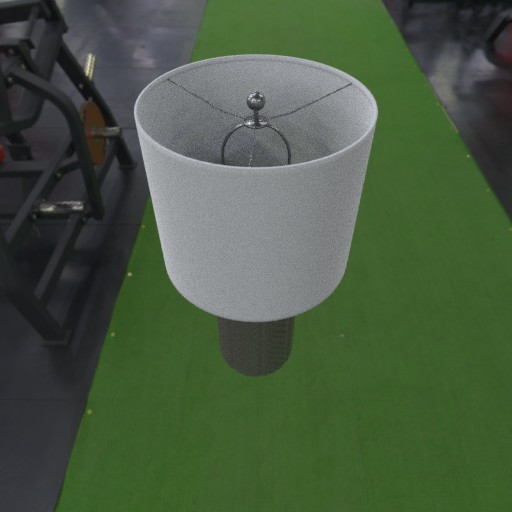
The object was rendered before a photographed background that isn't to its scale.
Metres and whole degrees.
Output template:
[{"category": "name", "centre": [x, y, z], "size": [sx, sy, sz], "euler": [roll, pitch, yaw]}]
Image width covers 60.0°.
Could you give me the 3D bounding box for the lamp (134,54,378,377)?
[{"category": "lamp", "centre": [0.000, 0.000, 0.508], "size": [0.203, 0.389, 0.203], "euler": [2, 45, 2]}]
